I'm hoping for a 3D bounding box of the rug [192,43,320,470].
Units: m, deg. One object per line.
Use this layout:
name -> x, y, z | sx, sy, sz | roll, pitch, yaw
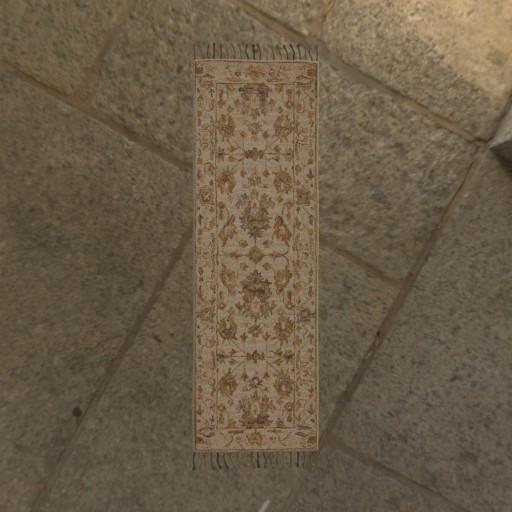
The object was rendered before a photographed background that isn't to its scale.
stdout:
rug -> 0.000, 0.000, 2.533 | 0.729, 0.021, 2.438 | 0, 90, -2
